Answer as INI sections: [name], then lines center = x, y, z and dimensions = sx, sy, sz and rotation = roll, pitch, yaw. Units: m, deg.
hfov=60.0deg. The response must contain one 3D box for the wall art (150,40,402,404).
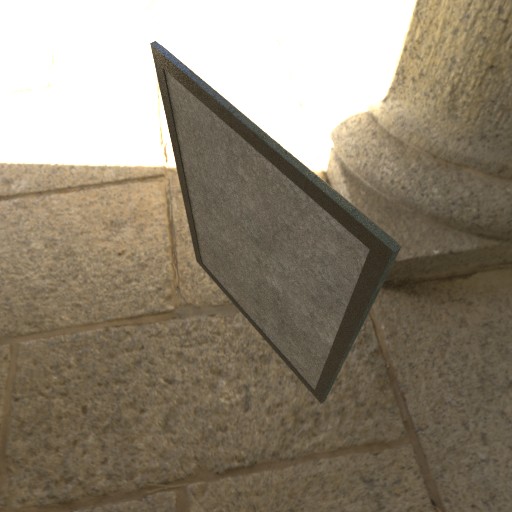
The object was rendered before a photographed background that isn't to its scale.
[wall art]
center = 0.000, 0.000, 1.314
dimensions = 0.030, 0.983, 0.767
rotation = -34, 64, -20
